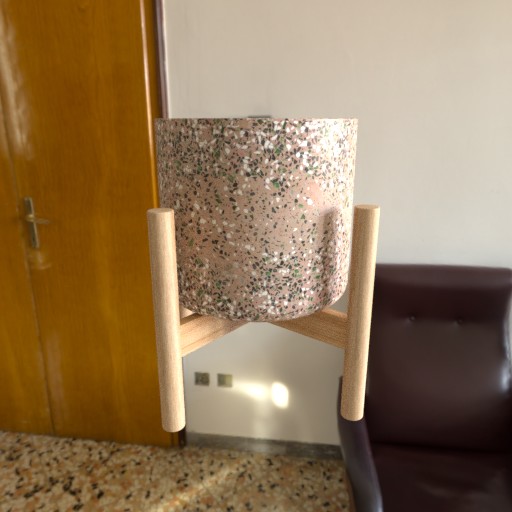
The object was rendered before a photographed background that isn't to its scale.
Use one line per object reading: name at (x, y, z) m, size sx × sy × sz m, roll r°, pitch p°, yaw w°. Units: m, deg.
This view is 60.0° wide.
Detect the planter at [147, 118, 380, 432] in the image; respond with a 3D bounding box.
planter at (0.000, 0.000, 0.541) m, size 0.284 × 0.320 × 0.284 m, roll -9°, pitch 19°, yaw -27°
